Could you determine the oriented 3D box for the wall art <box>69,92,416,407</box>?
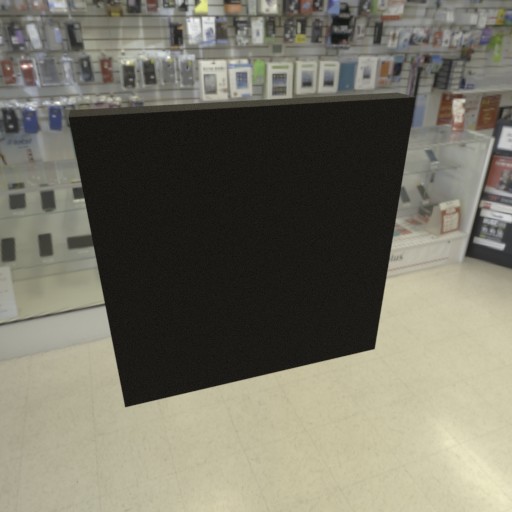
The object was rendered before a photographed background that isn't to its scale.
[{"bbox_3d":[0.000,0.000,0.462,0.308,0.305,0.030,-9,30,-16],"label":"wall art"}]
